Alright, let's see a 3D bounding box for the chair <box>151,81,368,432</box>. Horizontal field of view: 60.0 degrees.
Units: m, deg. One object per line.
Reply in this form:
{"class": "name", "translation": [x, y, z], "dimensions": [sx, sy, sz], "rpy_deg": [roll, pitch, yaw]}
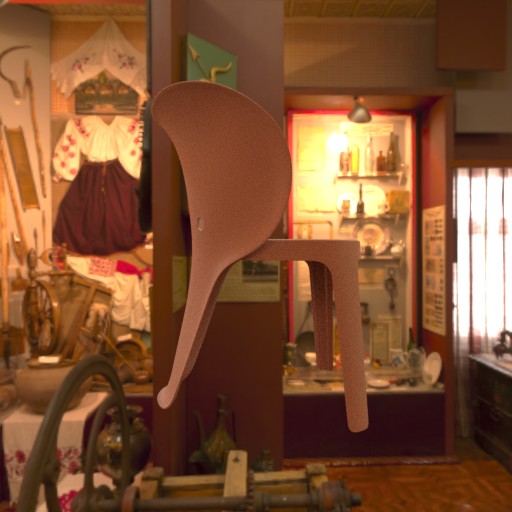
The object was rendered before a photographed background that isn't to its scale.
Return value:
{"class": "chair", "translation": [0.000, 0.000, 0.884], "dimensions": [0.402, 0.554, 0.451], "rpy_deg": [0, 0, 0]}
